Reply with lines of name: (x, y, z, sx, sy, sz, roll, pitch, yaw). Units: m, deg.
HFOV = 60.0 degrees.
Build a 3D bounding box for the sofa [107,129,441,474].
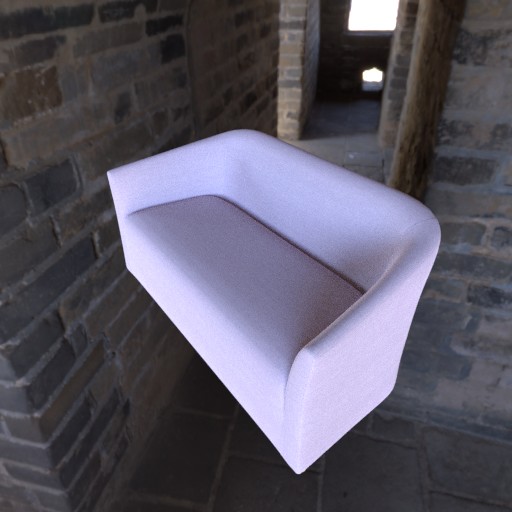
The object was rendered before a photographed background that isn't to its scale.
sofa: (0.000, 0.000, 1.856, 0.705, 0.721, 1.452, -21, 38, -29)
